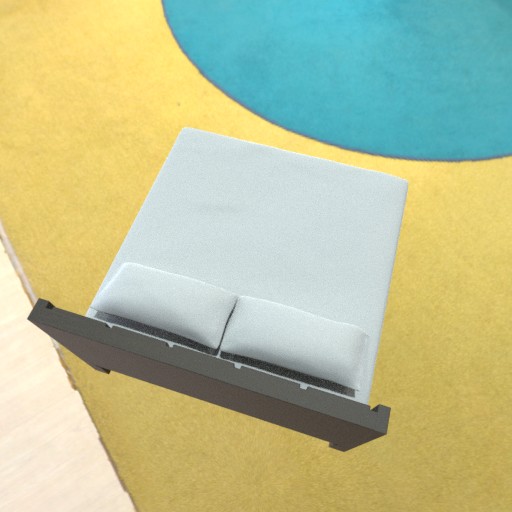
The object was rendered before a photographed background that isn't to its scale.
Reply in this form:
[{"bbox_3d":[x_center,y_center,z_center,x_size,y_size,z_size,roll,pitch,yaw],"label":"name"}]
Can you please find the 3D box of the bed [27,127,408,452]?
[{"bbox_3d":[0.000,0.000,3.518,2.143,1.261,2.238,15,63,8],"label":"bed"}]
